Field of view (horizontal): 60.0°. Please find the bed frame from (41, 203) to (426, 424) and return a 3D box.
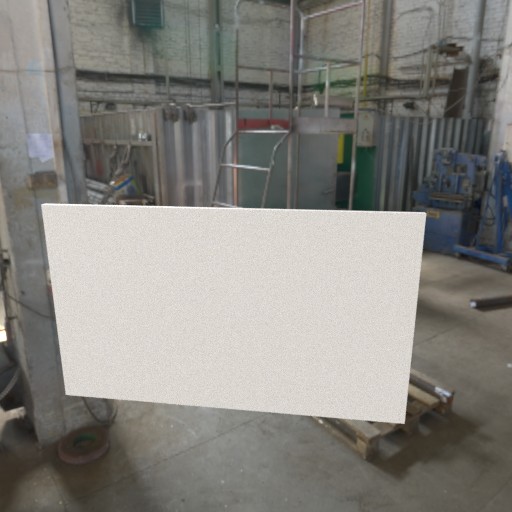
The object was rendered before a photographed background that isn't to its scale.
[{"bbox_3d":[0.000,0.000,3.071,1.711,1.001,2.100,2,16,8],"label":"bed frame"}]
